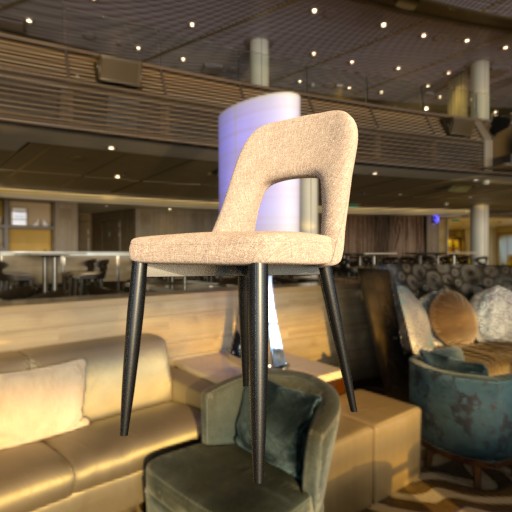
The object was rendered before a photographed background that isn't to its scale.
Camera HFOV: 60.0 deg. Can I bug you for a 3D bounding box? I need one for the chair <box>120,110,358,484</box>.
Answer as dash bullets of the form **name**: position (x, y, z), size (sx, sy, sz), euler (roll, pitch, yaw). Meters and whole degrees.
- **chair**: position (0.000, 0.000, 1.257), size (0.470, 0.931, 0.612), euler (0, 0, 34)
